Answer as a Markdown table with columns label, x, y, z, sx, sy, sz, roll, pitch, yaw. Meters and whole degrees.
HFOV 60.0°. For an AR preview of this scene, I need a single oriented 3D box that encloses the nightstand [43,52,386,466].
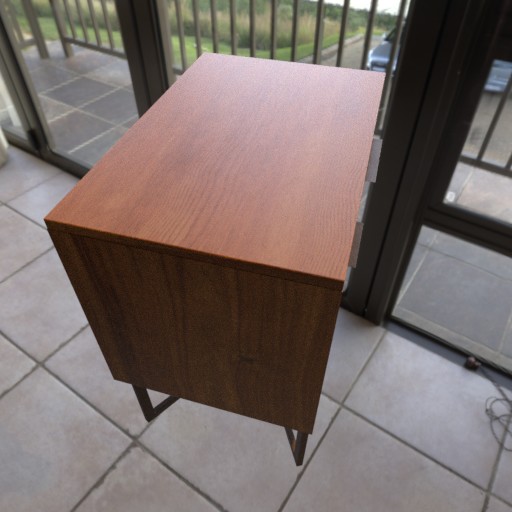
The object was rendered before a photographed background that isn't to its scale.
| label | x | y | z | sx | sy | sz | roll | pitch | yaw |
| --- | --- | --- | --- | --- | --- | --- | --- | --- | --- |
| nightstand | 0.000 | 0.000 | 0.985 | 0.427 | 0.615 | 0.613 | 12 | 46 | 11 |
